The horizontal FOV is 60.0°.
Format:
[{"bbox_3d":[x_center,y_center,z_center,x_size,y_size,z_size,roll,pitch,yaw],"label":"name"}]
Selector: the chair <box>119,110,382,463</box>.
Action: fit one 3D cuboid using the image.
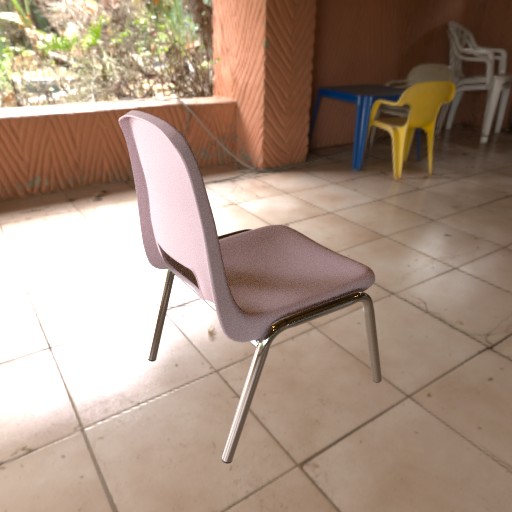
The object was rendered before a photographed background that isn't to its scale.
[{"bbox_3d":[0.000,0.000,0.814,0.385,0.536,0.354,-17,31,-31],"label":"chair"}]
